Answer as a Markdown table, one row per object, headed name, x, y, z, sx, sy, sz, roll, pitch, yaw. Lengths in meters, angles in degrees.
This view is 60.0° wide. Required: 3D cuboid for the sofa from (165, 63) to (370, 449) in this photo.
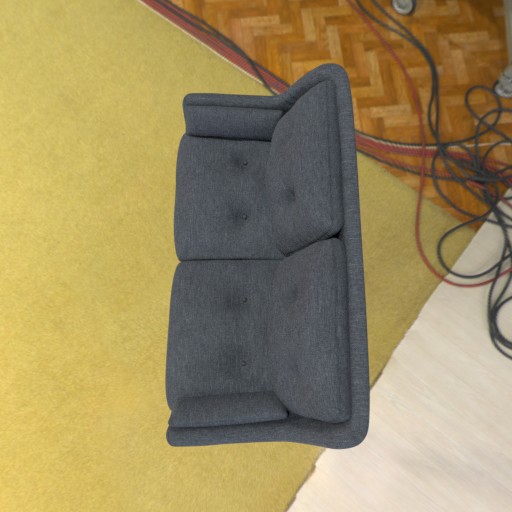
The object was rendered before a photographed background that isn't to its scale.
| name | x | y | z | sx | sy | sz | roll | pitch | yaw |
| --- | --- | --- | --- | --- | --- | --- | --- | --- | --- |
| sofa | 0.000 | 0.000 | 2.442 | 0.975 | 0.896 | 1.929 | 0 | 75 | 0 |
